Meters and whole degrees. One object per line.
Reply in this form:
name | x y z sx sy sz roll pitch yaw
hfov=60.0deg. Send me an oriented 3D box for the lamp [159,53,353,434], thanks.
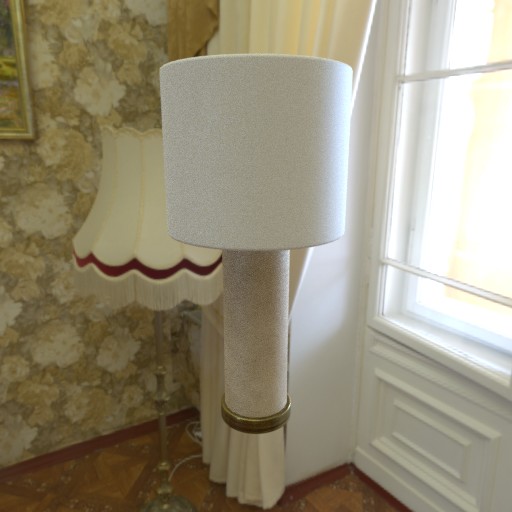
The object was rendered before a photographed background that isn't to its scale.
lamp | 0.000 0.000 0.791 0.305 0.634 0.305 3 15 10
